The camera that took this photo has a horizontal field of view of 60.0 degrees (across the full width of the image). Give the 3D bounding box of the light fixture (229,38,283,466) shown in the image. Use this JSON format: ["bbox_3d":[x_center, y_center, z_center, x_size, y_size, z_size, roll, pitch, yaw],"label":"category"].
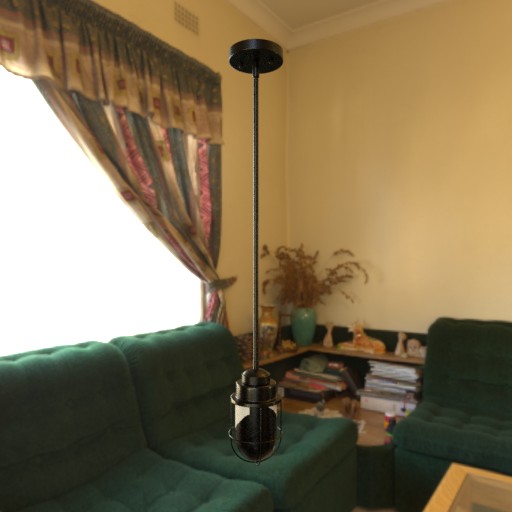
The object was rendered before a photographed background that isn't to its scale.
[{"bbox_3d":[0.000,0.000,0.992,0.123,0.920,0.123,0,-1,18],"label":"light fixture"}]
